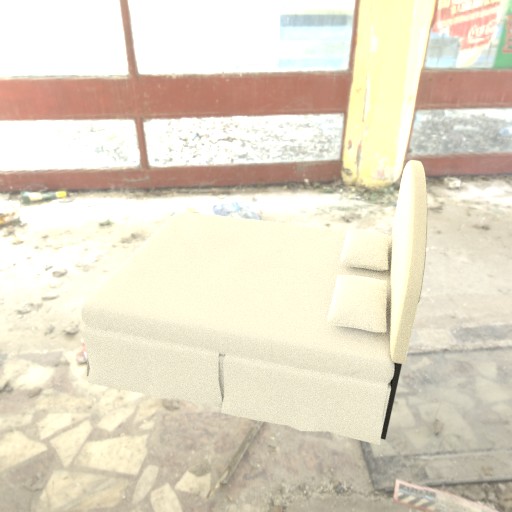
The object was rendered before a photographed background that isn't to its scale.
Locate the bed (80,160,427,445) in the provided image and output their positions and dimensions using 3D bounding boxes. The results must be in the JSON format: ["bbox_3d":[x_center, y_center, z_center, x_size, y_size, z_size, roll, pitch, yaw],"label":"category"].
[{"bbox_3d":[0.000,0.000,3.099,2.005,1.410,1.607,8,31,13],"label":"bed"}]
